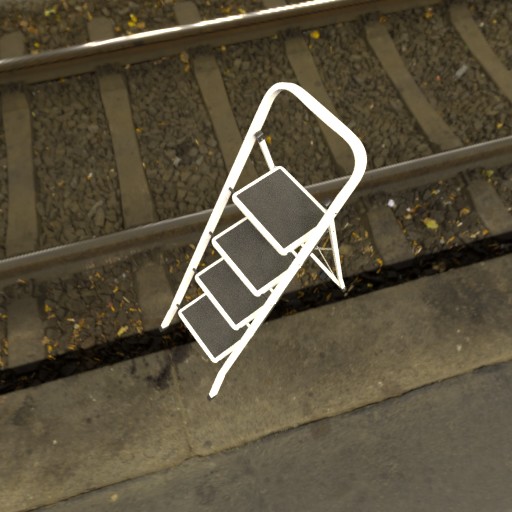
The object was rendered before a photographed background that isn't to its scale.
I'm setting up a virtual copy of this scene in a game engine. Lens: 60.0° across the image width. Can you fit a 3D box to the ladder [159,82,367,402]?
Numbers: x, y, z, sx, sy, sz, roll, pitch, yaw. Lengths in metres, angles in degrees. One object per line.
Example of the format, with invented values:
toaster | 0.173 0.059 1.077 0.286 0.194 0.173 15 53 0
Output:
ladder | 0.000 0.000 1.766 0.914 1.265 0.460 -34 68 -16
